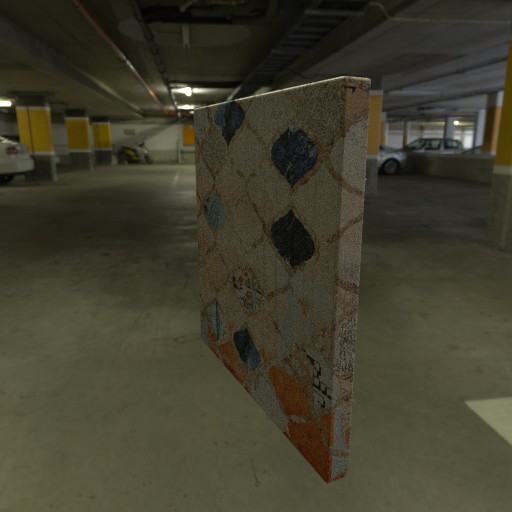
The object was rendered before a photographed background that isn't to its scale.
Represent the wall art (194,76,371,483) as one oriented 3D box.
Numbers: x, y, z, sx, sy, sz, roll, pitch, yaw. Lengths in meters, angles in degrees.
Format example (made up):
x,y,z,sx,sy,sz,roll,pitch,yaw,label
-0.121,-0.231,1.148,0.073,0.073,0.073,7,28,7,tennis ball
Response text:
x,y,z,sx,sy,sz,roll,pitch,yaw,label
0.000,0.000,0.753,0.038,0.508,0.507,-7,16,-25,wall art
